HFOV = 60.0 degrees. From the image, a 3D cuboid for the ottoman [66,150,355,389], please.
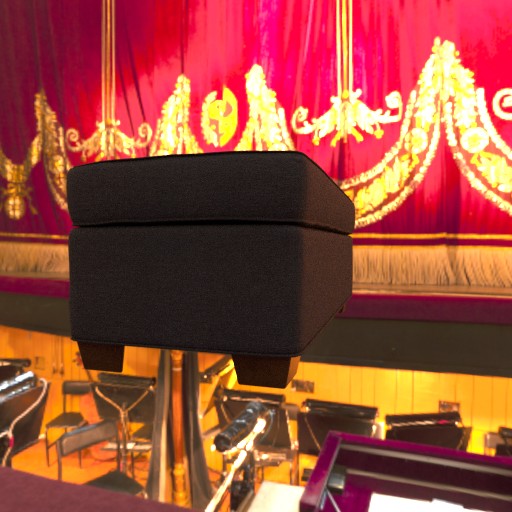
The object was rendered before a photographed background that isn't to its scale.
[{"bbox_3d":[0.000,0.000,1.361,0.515,0.460,1.110,0,2,17],"label":"ottoman"}]
